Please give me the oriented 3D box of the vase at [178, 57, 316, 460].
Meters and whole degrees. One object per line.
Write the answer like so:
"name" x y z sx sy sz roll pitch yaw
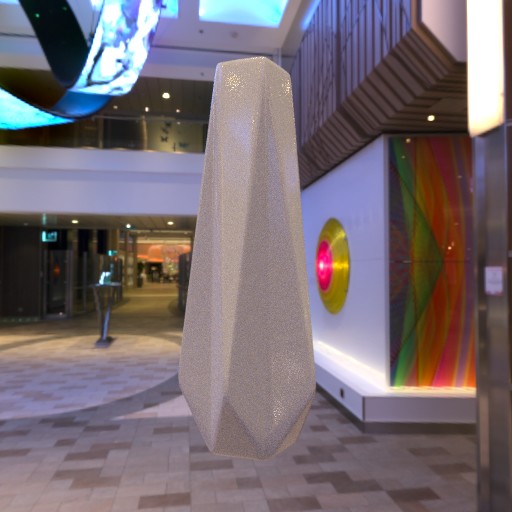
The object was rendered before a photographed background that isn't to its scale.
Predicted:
"vase" 0.000 0.000 0.392 0.116 0.329 0.122 -1 -2 35
